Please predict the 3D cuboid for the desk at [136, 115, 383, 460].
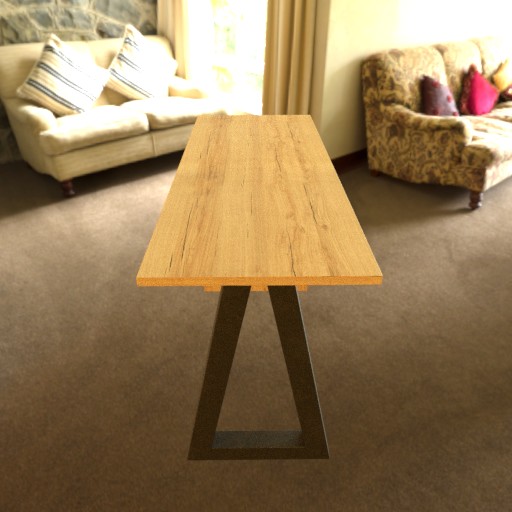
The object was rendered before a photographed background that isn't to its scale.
[{"bbox_3d":[0.000,0.000,1.782,0.550,0.760,1.400,0,32,-1],"label":"desk"}]
